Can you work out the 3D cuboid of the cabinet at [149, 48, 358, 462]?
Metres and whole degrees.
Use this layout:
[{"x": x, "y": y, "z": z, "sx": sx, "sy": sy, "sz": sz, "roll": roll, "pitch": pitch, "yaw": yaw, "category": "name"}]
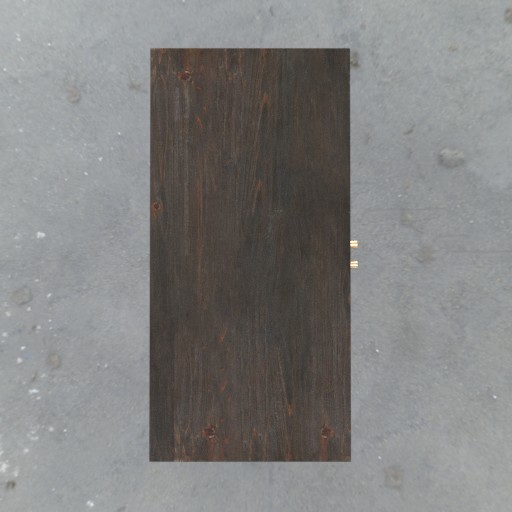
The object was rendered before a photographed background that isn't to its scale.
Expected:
[{"x": 0.000, "y": 0.000, "z": 1.543, "sx": 0.529, "sy": 0.897, "sz": 1.023, "roll": 0, "pitch": 89, "yaw": 0, "category": "cabinet"}]
